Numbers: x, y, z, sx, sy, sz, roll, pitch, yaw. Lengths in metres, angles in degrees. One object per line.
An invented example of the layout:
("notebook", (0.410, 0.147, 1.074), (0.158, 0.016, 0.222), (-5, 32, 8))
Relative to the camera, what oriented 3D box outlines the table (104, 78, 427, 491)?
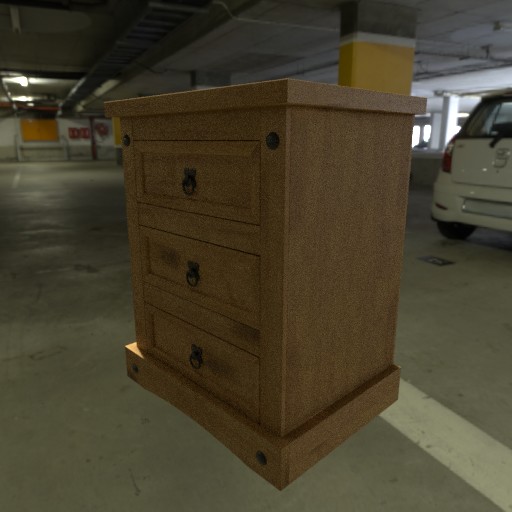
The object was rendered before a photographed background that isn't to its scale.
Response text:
("table", (0.000, 0.000, 1.222), (0.500, 0.813, 0.660), (-14, 20, -42))
